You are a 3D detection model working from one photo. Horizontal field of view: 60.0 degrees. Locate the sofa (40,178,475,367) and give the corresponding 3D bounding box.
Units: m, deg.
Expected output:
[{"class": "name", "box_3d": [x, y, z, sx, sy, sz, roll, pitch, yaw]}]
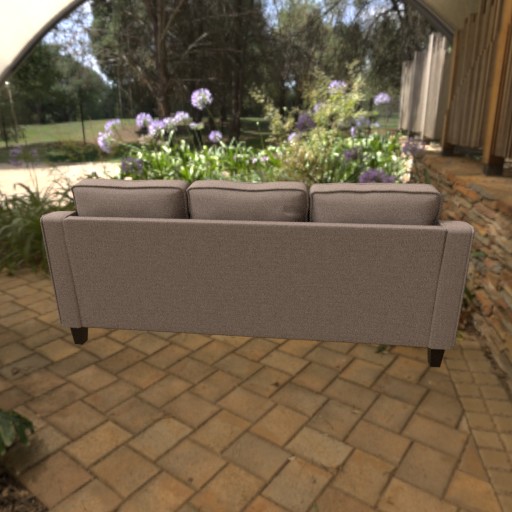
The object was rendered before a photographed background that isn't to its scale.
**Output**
[{"class": "sofa", "box_3d": [0.000, 0.000, 2.649, 2.129, 0.950, 0.899, 2, 16, 7]}]
